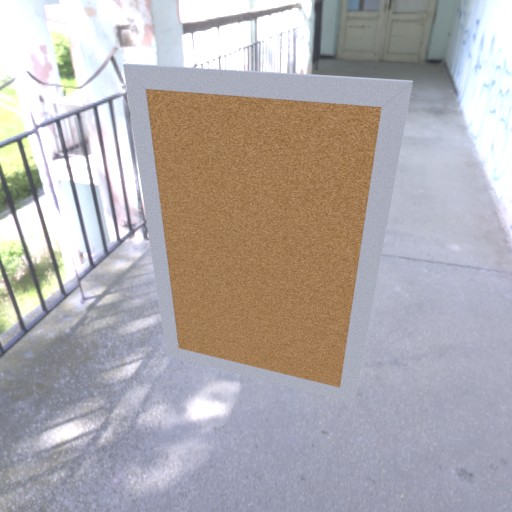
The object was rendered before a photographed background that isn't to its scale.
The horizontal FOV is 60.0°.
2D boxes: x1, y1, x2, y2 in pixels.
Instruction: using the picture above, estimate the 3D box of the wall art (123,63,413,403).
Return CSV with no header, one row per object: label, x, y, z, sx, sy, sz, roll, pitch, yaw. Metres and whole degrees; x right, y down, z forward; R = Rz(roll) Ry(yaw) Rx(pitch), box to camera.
wall art,0.000,0.000,0.845,0.454,0.659,0.011,10,34,15
